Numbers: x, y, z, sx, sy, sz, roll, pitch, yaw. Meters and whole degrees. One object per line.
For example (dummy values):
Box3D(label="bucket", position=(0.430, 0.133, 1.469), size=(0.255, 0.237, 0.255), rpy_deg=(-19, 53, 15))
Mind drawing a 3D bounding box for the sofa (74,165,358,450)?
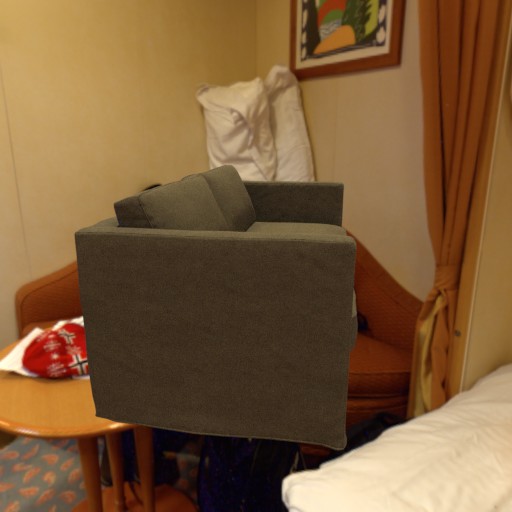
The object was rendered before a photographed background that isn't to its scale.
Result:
Box3D(label="sofa", position=(0.000, 0.000, 2.322), size=(0.974, 0.854, 1.802), rpy_deg=(3, 16, 9))
